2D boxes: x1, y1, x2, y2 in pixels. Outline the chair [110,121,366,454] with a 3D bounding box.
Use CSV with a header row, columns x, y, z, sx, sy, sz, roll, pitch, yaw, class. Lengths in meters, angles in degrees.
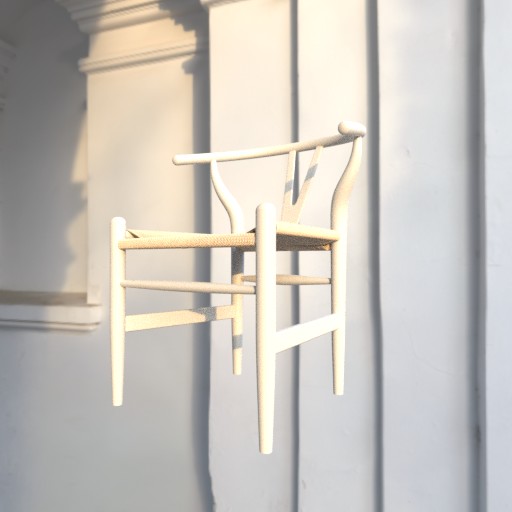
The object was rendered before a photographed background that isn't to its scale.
x,y,z,sx,sy,sz,roll,pitch,yaw,class
0.000,0.000,1.175,0.569,0.730,0.579,0,-1,37,chair
